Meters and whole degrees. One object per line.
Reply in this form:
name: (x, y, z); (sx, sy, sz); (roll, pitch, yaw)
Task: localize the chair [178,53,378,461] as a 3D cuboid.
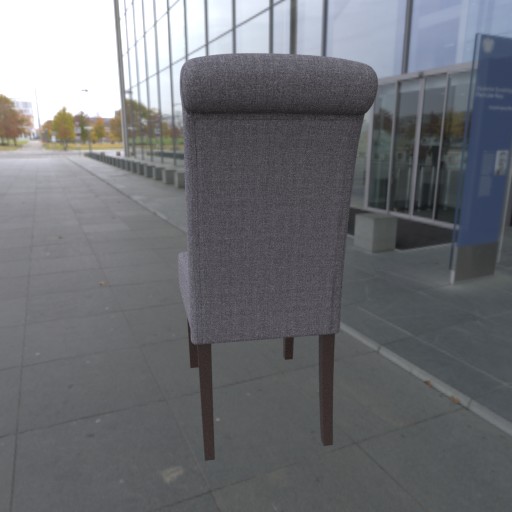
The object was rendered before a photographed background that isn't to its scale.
chair: (0.000, 0.000, 1.310); (0.456, 1.006, 0.671); (-3, 15, -10)
